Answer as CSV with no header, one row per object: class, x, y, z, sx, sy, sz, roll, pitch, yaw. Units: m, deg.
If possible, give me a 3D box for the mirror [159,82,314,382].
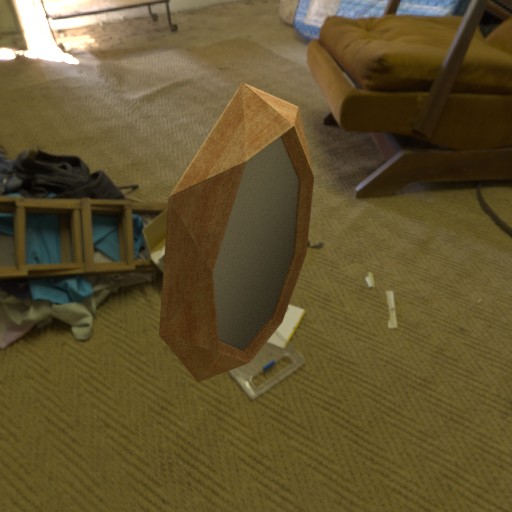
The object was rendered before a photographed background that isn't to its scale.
mirror,0.000,0.000,1.010,0.070,0.774,0.577,24,47,25
